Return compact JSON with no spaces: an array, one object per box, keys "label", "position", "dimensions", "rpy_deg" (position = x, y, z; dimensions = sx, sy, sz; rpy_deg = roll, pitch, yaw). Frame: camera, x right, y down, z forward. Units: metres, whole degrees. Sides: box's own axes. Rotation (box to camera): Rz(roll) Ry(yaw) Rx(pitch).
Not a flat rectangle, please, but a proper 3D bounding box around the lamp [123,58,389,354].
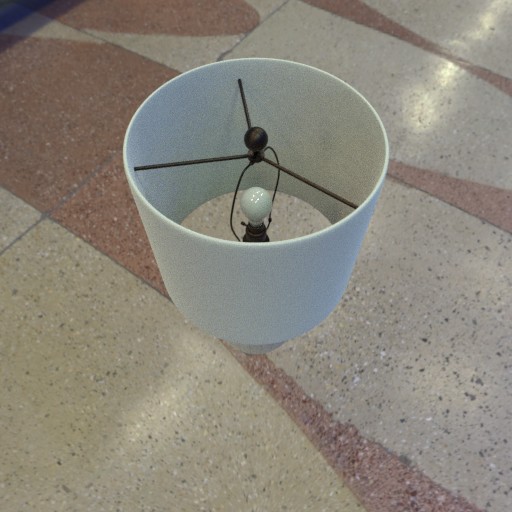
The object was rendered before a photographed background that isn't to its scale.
[{"label":"lamp","position":[0.000,0.000,0.779],"dimensions":[0.328,0.570,0.328],"rpy_deg":[0,57,0]}]
